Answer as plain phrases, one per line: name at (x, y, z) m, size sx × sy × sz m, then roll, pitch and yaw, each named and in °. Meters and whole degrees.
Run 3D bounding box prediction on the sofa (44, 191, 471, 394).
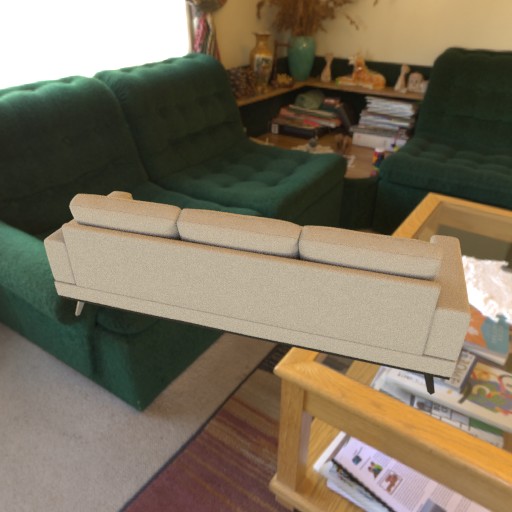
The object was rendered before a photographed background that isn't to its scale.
sofa at (0.000, 0.000, 2.716) m, size 2.310 × 0.810 × 0.920 m, roll 9°, pitch 33°, yaw 15°
